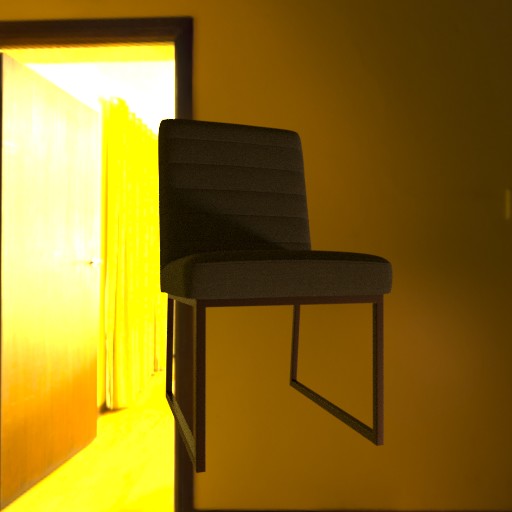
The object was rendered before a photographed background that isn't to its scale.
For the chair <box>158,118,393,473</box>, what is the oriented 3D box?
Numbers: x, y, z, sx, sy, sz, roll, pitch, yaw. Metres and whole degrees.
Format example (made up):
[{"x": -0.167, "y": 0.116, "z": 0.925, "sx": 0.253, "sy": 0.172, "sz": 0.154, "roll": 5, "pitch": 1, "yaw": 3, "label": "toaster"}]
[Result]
[{"x": 0.000, "y": 0.000, "z": 1.300, "sx": 0.520, "sy": 0.930, "sz": 0.634, "roll": 0, "pitch": -1, "yaw": -18, "label": "chair"}]
